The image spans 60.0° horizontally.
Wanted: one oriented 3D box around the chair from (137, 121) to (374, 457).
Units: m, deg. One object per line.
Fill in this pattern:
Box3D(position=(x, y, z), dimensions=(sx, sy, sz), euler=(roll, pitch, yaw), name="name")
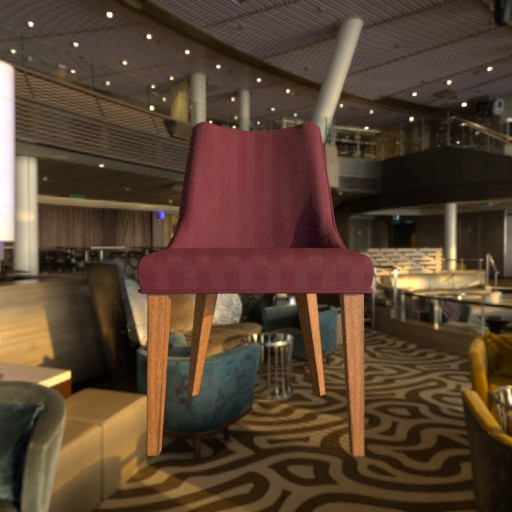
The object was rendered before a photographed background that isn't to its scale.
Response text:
Box3D(position=(0.000, 0.000, 1.325), dimensions=(0.548, 0.916, 0.638), euler=(0, 1, 0), name="chair")
